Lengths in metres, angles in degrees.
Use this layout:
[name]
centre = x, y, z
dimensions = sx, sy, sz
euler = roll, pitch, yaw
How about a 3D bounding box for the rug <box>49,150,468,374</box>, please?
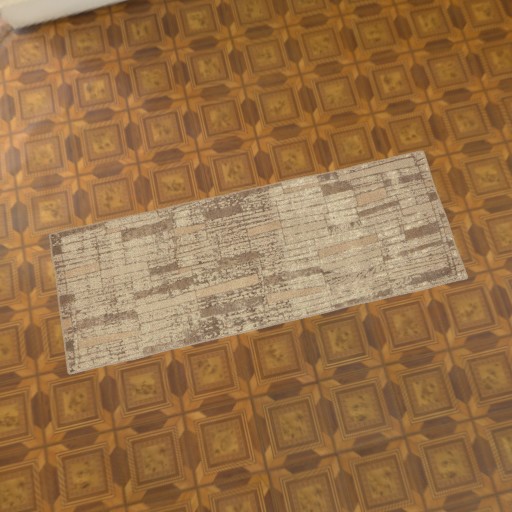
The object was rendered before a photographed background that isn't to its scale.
[rug]
centre = 0.000, 0.000, 2.654
dimensions = 2.383, 0.018, 0.857
euler = -13, 77, -3
